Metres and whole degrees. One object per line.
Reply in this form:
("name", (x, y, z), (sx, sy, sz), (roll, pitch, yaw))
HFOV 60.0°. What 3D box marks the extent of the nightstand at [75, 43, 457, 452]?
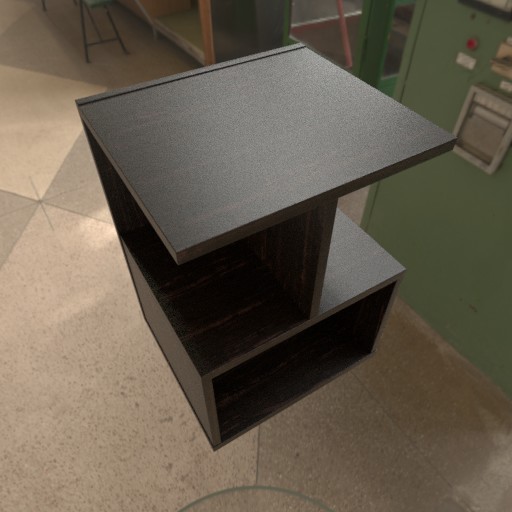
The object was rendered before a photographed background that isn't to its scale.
("nightstand", (0.000, 0.000, 0.813), (0.400, 0.559, 0.356), (-24, 51, -21))
